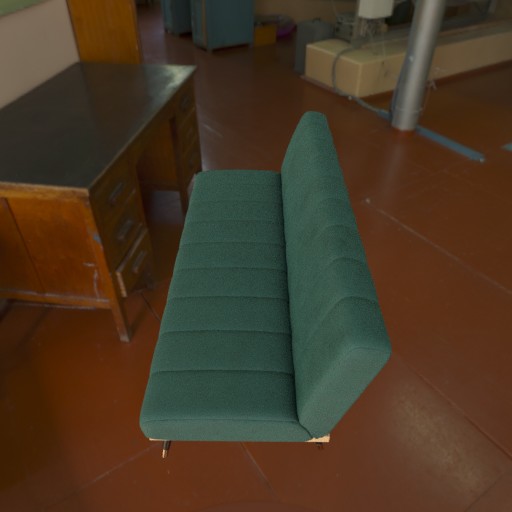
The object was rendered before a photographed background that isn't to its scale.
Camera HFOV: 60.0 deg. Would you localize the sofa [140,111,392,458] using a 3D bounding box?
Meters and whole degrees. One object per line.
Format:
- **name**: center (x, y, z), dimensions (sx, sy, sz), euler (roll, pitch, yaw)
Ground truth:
- **sofa**: center (0.000, 0.000, 2.232), dimensions (0.830, 0.820, 1.810), euler (0, 39, 0)
